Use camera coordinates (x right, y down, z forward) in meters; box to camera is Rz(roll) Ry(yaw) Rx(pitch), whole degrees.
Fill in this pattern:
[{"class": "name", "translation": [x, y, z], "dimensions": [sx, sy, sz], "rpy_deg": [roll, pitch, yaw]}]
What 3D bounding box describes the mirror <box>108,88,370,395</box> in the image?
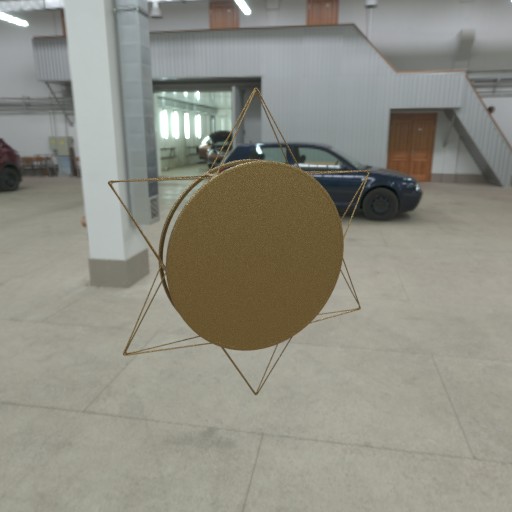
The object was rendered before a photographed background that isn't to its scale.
[{"class": "mirror", "translation": [0.000, 0.000, 0.815], "dimensions": [0.498, 0.581, 0.062], "rpy_deg": [-7, 17, -24]}]
